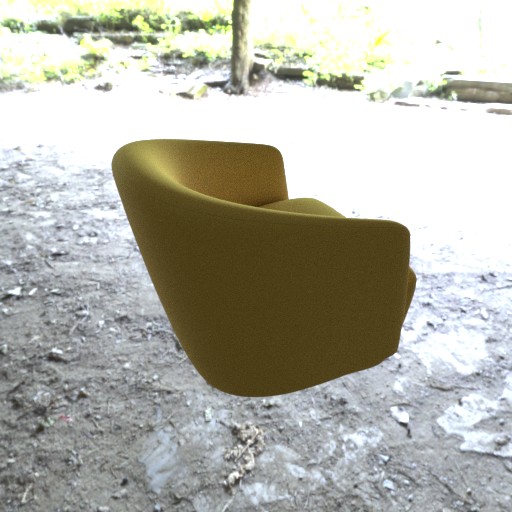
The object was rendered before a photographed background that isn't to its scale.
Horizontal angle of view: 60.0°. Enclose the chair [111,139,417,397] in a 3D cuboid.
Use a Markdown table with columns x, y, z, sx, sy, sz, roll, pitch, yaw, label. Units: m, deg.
| x | y | z | sx | sy | sz | roll | pitch | yaw | label |
| --- | --- | --- | --- | --- | --- | --- | --- | --- | --- |
| 0.000 | 0.000 | 1.379 | 0.767 | 0.698 | 0.773 | -11 | 31 | -19 | chair |
